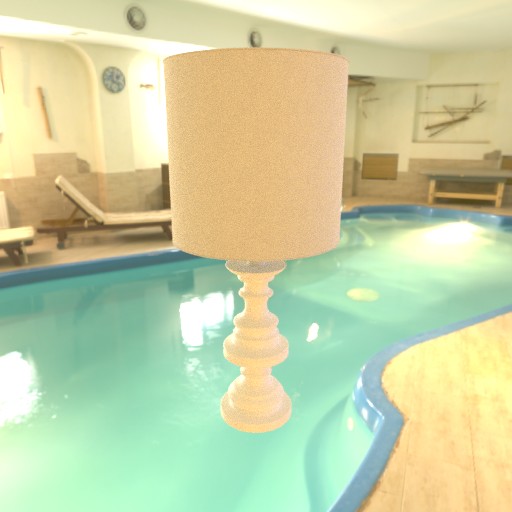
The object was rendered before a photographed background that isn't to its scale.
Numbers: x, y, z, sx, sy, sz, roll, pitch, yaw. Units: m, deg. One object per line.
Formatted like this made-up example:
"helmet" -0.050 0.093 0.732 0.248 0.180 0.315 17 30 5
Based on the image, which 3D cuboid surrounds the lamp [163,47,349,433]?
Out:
"lamp" 0.000 0.000 0.567 0.208 0.455 0.208 8 18 27
